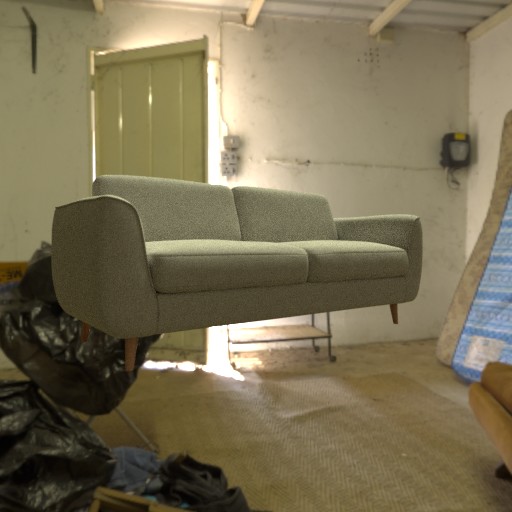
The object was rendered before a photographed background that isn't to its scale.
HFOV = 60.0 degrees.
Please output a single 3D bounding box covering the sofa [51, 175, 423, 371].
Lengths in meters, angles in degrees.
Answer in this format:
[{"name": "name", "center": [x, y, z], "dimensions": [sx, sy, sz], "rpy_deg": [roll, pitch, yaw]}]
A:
[{"name": "sofa", "center": [0.000, 0.000, 2.473], "dimensions": [2.000, 0.850, 0.920], "rpy_deg": [-1, 2, -37]}]
